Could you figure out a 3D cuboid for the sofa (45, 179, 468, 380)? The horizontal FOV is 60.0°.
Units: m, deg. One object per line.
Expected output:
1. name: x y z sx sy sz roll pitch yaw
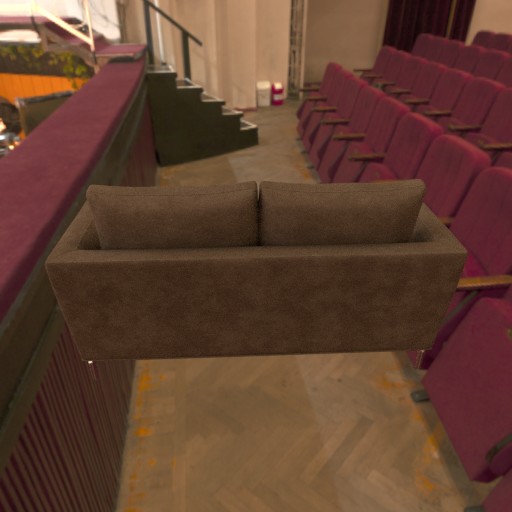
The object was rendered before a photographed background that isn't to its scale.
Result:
1. sofa: 0.000 0.000 2.366 1.832 1.013 0.855 -1 31 -2
